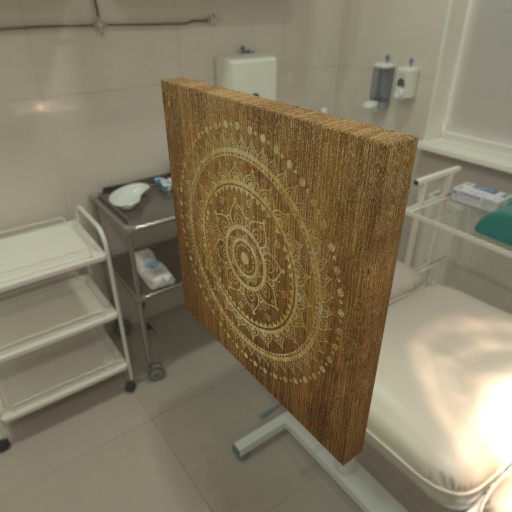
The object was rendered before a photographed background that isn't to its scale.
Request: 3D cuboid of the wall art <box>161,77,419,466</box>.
[{"bbox_3d":[0.000,0.000,0.597,0.039,0.403,0.406,-21,36,-31],"label":"wall art"}]
